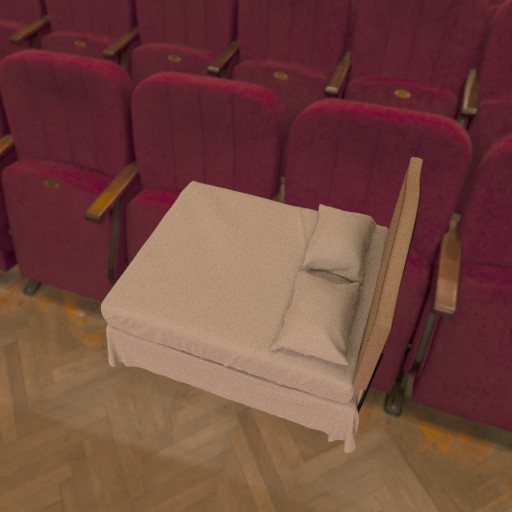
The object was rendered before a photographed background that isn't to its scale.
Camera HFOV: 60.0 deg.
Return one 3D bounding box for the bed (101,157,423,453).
[{"bbox_3d":[0.000,0.000,3.499,2.221,1.645,1.876,15,50,13],"label":"bed"}]
